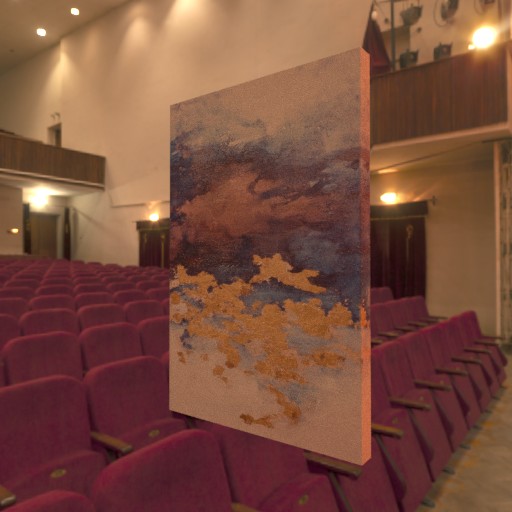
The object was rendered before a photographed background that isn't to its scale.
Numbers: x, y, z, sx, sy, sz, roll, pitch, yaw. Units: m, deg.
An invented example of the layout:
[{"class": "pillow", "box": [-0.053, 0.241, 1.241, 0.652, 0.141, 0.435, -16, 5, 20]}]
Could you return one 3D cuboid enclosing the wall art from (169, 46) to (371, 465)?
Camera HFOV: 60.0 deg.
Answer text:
[{"class": "wall art", "box": [0.000, 0.000, 1.116, 0.583, 0.874, 0.048, -1, -1, 37]}]
